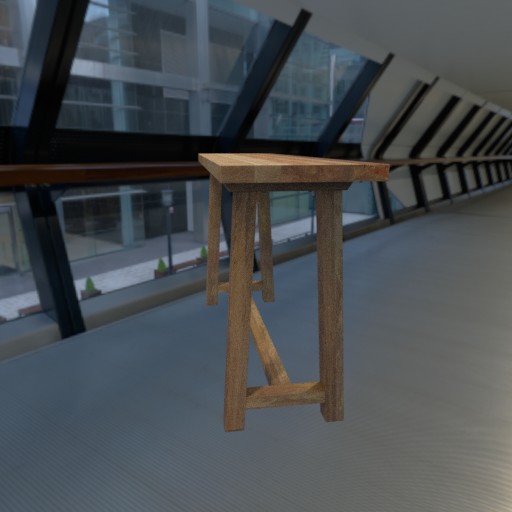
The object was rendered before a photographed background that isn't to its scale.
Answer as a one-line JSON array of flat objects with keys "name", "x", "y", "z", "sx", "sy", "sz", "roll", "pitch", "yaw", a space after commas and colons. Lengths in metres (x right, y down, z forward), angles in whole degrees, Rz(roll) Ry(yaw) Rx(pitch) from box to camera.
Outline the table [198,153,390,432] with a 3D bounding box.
[{"name": "table", "x": 0.000, "y": 0.000, "z": 1.856, "sx": 0.405, "sy": 0.810, "sz": 1.524, "roll": -2, "pitch": 14, "yaw": -9}]
